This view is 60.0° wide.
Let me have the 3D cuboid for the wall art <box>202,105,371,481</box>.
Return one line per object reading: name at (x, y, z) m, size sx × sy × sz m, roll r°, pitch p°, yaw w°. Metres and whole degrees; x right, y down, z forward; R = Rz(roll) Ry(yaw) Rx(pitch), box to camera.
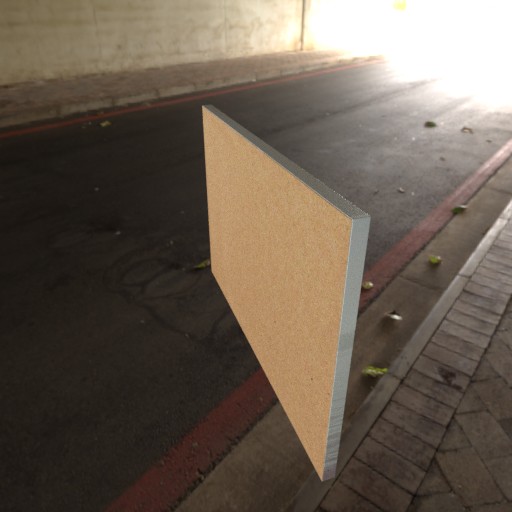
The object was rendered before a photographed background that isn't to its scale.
wall art at (0.000, 0.000, 0.787) m, size 0.021 × 0.410 × 0.615 m, roll -10°, pitch 31°, yaw -17°
